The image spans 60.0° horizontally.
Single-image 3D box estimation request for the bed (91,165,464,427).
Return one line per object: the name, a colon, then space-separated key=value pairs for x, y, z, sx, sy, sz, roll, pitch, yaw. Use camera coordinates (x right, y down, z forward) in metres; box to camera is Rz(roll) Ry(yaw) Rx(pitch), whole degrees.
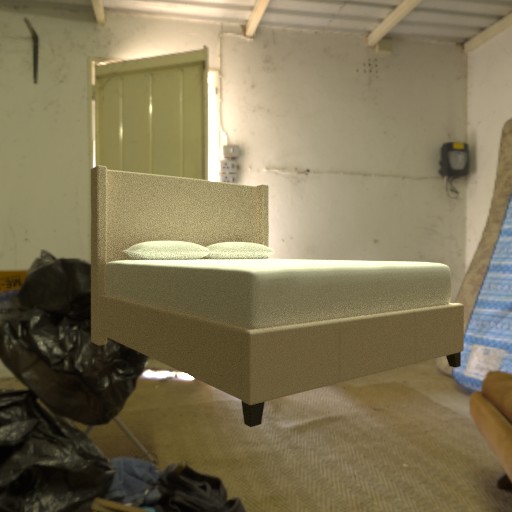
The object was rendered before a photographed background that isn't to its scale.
bed: x=0.000 y=0.000 z=3.351 sx=1.778 sy=1.471 sz=2.293 roll=0 pitch=1 yaw=-37
